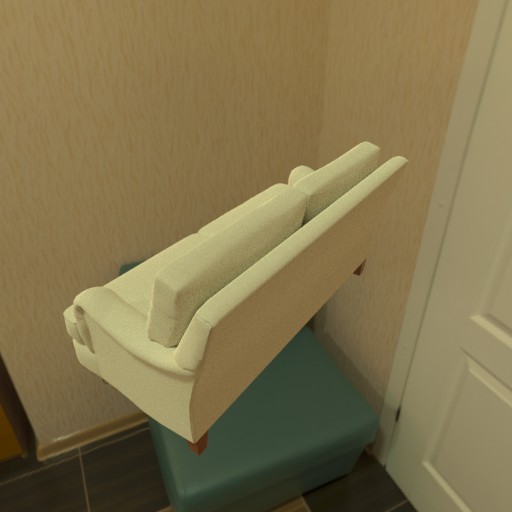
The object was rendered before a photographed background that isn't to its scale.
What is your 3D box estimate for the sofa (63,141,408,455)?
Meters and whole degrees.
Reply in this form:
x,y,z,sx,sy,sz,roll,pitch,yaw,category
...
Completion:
x,y,z,sx,sy,sz,roll,pitch,yaw,category
0.000,0.000,2.799,1.086,1.087,2.159,21,38,29,sofa
